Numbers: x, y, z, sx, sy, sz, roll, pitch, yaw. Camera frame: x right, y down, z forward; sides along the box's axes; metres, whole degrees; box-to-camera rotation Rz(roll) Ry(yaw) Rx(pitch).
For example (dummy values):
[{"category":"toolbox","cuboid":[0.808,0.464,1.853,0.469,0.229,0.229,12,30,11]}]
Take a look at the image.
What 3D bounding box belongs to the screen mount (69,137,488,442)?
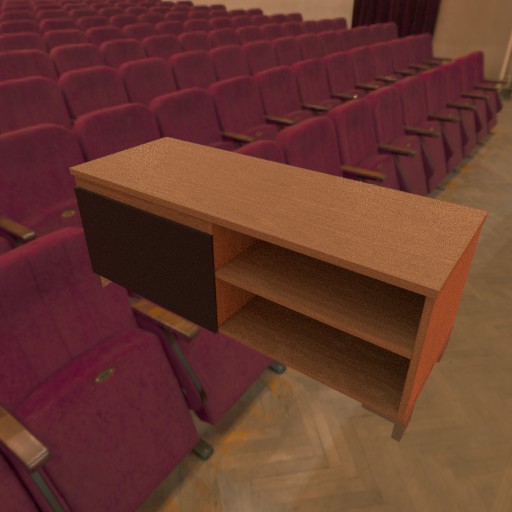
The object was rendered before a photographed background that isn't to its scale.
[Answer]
[{"category":"screen mount","cuboid":[0.000,0.000,1.304,1.084,0.432,0.406,20,36,30]}]
